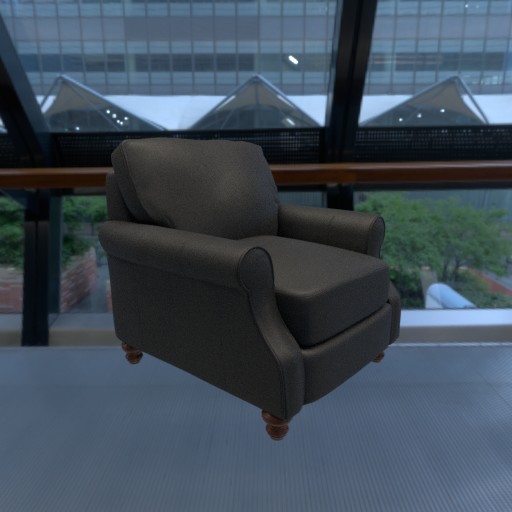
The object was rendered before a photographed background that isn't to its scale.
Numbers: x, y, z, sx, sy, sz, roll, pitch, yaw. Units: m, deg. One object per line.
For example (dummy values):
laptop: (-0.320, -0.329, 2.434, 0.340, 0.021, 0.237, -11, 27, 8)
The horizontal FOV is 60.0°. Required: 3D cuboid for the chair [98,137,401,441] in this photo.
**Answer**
chair: (0.000, 0.000, 1.854, 1.015, 0.960, 1.027, -13, 18, -43)
